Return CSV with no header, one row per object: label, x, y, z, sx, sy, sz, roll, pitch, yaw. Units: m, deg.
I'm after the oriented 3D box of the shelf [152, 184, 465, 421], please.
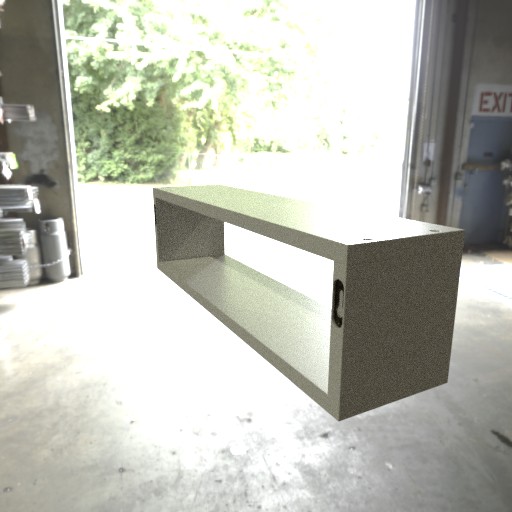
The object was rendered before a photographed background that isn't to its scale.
shelf,0.000,0.000,0.691,0.150,0.170,0.610,-7,16,-27
